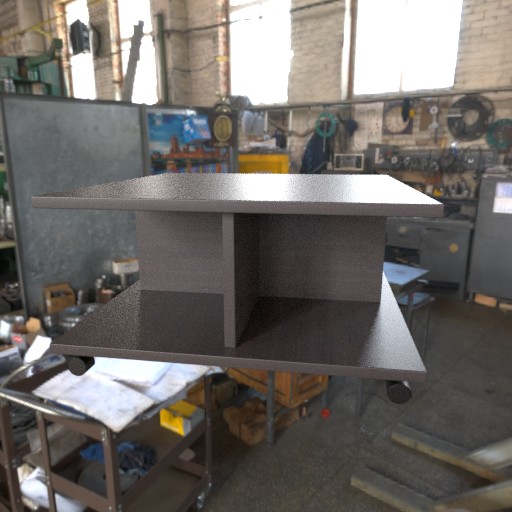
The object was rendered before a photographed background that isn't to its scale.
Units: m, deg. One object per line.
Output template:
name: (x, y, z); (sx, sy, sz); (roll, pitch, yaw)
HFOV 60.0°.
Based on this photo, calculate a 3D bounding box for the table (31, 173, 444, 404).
table: (0.000, 0.000, 1.213); (0.762, 0.396, 0.762); (2, 14, 9)
